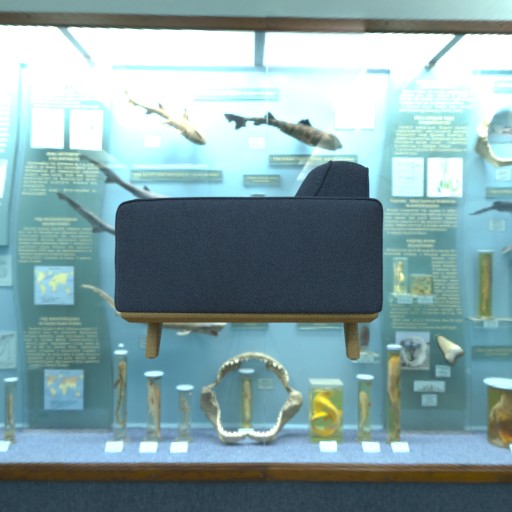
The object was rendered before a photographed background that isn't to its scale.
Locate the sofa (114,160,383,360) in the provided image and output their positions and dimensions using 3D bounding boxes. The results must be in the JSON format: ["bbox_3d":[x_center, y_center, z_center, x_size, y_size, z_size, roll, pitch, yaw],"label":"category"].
[{"bbox_3d":[0.000,0.000,2.657,0.953,0.782,2.270,0,0,1],"label":"sofa"}]
